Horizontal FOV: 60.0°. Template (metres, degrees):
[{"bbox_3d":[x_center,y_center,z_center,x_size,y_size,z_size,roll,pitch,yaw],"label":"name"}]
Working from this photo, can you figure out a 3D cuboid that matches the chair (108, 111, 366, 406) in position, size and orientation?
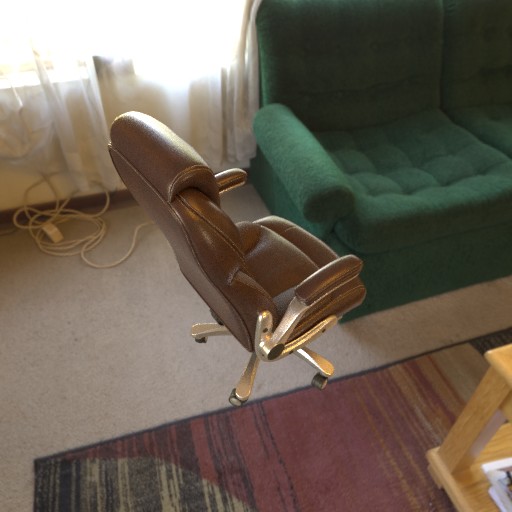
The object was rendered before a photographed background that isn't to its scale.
[{"bbox_3d":[0.000,0.000,1.652,0.774,1.160,0.733,-25,48,-26],"label":"chair"}]
